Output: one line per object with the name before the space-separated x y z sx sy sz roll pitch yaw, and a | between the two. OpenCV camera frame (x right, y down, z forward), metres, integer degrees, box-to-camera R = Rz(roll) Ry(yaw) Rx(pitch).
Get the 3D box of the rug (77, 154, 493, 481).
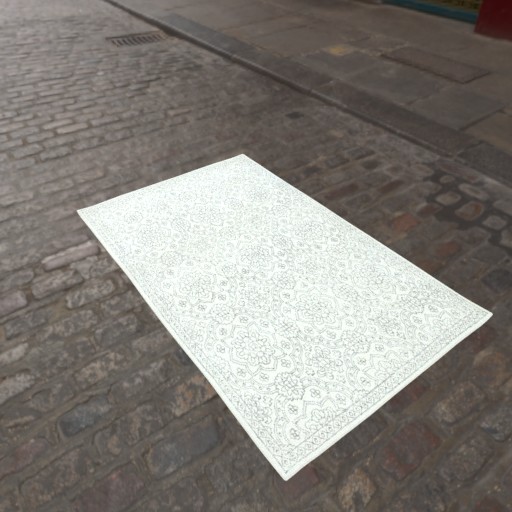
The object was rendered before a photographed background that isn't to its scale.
rug | 0.000 0.000 2.890 1.518 0.023 2.434 -26 47 -27
